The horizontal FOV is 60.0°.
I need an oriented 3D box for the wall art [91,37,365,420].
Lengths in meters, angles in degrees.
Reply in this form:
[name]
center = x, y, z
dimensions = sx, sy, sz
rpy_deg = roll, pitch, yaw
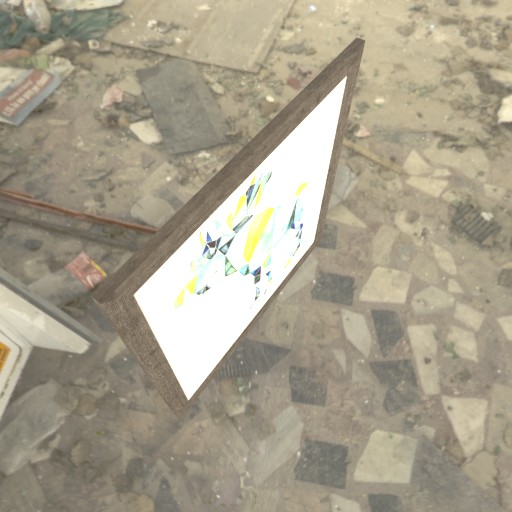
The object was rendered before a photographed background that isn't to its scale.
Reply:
[wall art]
center = 0.000, 0.000, 0.663
dimensions = 0.013, 0.457, 0.457
rpy_deg = 32, 63, 18
